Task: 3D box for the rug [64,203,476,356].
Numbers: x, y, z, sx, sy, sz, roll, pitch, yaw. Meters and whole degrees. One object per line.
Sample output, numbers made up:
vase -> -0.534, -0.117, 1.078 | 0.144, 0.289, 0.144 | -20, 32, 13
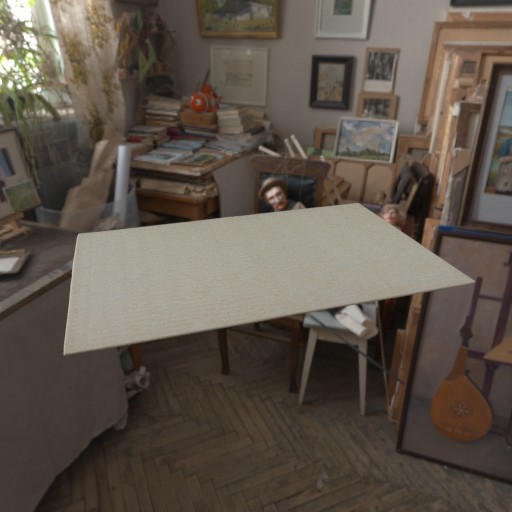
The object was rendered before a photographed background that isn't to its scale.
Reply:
rug -> 0.000, 0.000, 3.113 | 2.441, 0.014, 1.531 | -8, 28, -15
